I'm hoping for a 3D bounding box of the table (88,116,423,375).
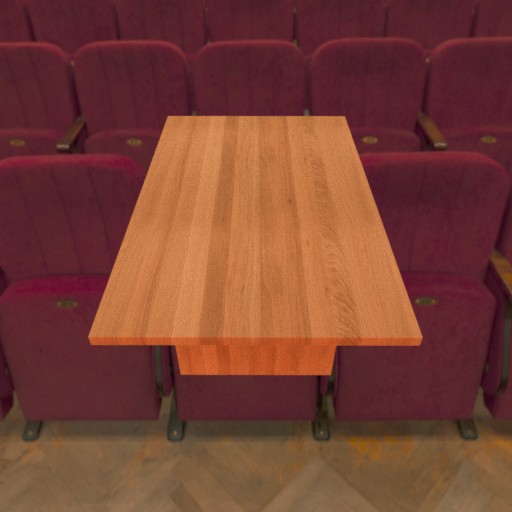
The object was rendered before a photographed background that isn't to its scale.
[{"bbox_3d":[0.000,0.000,1.507,0.700,0.510,1.100,0,41,0],"label":"table"}]
